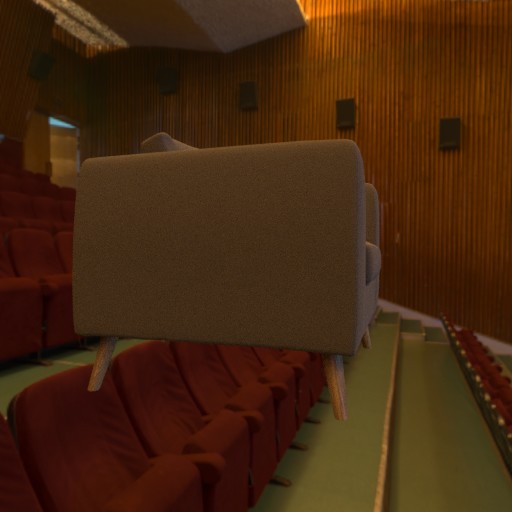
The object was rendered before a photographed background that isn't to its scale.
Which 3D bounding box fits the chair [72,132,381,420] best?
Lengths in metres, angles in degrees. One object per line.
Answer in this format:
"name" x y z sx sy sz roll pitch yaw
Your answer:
"chair" 0.000 0.000 1.744 0.930 0.860 1.000 0 0 18
